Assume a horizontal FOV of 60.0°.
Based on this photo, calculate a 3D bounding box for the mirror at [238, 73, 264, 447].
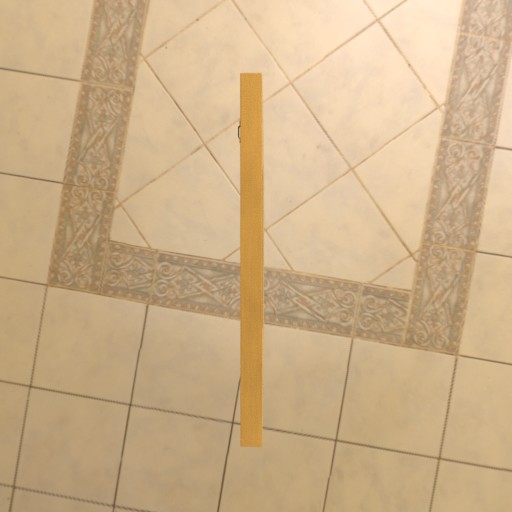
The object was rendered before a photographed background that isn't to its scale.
[{"bbox_3d":[0.000,0.000,1.178,0.040,0.915,0.609,0,91,1],"label":"mirror"}]
